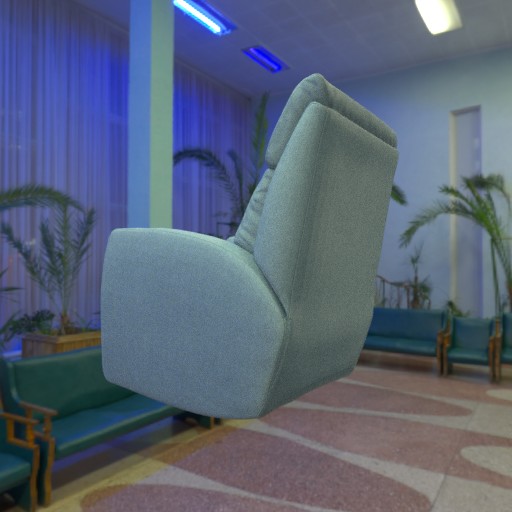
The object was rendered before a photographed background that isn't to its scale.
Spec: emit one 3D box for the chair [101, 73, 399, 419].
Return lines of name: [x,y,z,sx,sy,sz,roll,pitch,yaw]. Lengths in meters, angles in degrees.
chair: [0.000,0.000,1.689,0.940,1.013,0.812,-1,-1,36]
